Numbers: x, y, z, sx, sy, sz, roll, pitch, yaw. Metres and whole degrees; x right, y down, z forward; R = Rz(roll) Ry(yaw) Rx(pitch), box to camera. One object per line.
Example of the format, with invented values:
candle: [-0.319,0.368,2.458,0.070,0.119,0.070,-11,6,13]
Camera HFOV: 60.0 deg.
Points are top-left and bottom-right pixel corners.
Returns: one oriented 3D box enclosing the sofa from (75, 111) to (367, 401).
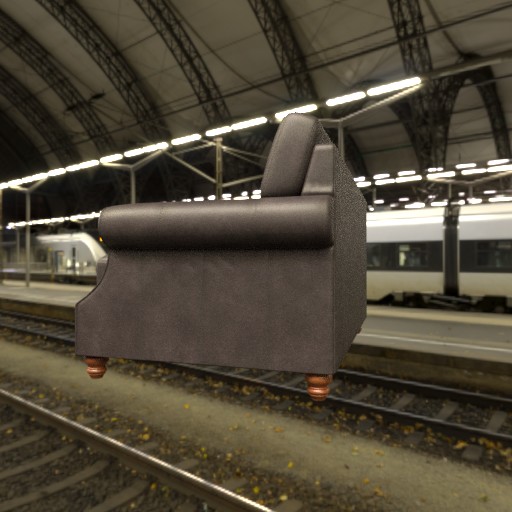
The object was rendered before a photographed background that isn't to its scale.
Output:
sofa: [0.000,0.000,2.304,1.030,0.979,1.663,0,0,18]
